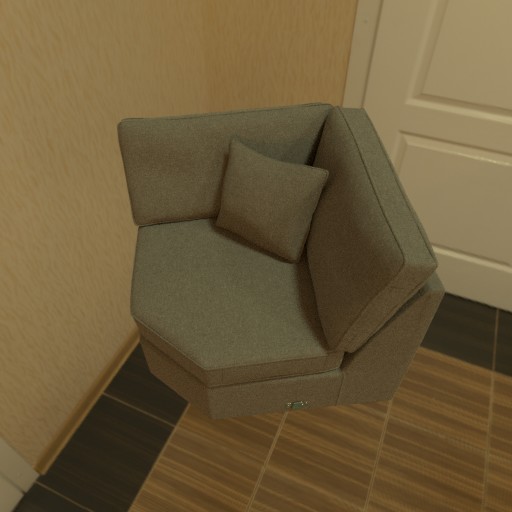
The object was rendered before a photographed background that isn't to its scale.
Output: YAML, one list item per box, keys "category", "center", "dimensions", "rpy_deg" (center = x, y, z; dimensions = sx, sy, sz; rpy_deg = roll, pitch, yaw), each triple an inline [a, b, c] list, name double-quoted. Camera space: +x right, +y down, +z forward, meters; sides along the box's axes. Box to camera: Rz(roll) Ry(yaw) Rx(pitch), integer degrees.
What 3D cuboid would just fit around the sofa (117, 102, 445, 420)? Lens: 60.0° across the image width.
- category: "sofa"
  center: [0.000, 0.000, 1.854]
  dimensions: [1.050, 0.951, 1.042]
  rpy_deg: [-4, 46, -4]
